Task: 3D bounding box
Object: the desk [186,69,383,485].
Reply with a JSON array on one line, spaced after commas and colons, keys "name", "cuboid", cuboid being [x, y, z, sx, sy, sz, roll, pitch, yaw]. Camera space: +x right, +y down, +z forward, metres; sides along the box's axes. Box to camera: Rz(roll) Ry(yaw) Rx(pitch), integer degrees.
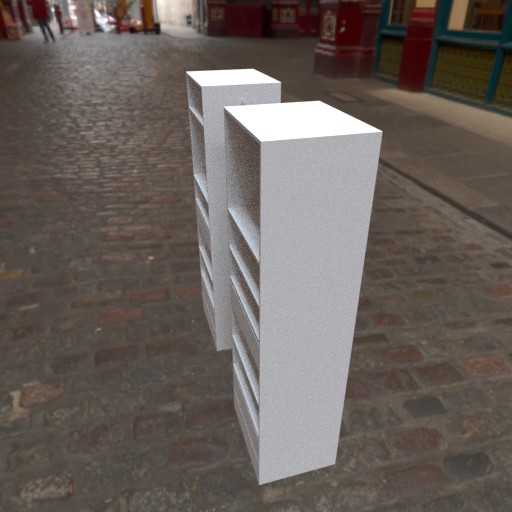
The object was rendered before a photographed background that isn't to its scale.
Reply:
[{"name": "desk", "cuboid": [0.000, 0.000, 2.854, 0.480, 2.000, 1.770, -8, 31, -14]}]
